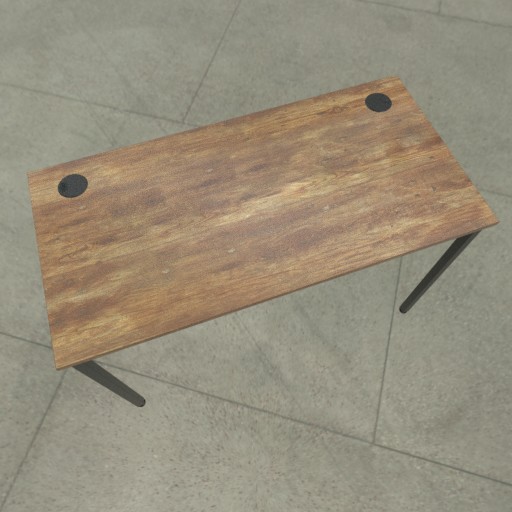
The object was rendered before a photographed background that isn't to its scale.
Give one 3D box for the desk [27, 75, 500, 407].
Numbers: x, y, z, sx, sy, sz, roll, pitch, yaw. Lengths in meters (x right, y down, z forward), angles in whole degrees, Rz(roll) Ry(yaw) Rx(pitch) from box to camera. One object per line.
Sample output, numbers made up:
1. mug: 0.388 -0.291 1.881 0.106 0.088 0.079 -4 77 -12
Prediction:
1. desk: 0.000 0.000 1.579 1.200 0.749 0.600 -18 65 -9
